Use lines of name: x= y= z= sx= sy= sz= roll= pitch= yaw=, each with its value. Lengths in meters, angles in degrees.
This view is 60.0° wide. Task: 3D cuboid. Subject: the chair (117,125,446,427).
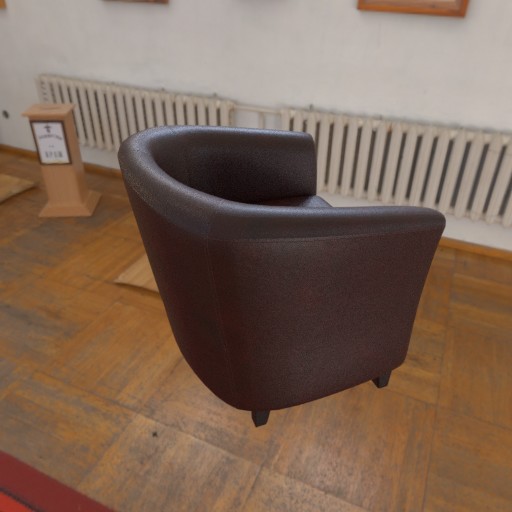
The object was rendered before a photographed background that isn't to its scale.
chair: x=0.000 y=0.000 z=1.398 sx=0.727 sy=0.756 sz=0.792 roll=-11 pitch=33 yaw=-18
